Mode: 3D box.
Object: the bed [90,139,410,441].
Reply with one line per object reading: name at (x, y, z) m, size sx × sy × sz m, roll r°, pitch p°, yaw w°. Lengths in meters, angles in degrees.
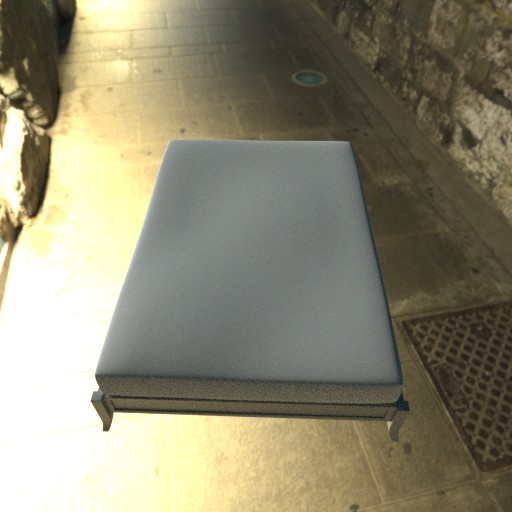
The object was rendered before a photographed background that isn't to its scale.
bed at (0.000, 0.000, 2.688) m, size 1.460 × 0.510 × 1.985 m, roll 1°, pitch 46°, yaw 1°
